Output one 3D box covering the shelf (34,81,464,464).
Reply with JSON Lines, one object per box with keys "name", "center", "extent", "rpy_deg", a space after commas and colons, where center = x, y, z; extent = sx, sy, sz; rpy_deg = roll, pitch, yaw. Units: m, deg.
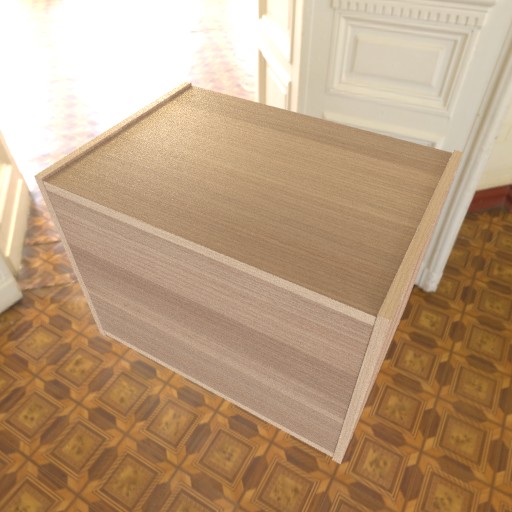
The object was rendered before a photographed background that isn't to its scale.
{"name": "shelf", "center": [0.000, 0.000, 0.626], "extent": [0.415, 0.305, 0.290], "rpy_deg": [22, 49, 20]}
